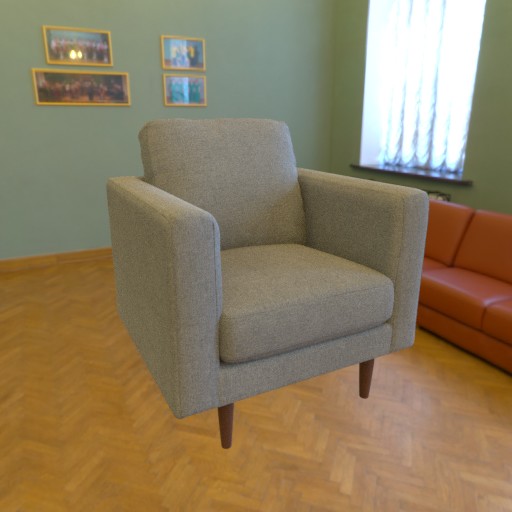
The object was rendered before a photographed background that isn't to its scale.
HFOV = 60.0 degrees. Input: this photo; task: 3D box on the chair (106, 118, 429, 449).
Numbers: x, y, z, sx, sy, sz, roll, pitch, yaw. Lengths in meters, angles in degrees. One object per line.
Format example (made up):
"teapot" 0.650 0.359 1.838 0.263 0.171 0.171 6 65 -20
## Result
"chair" 0.000 0.000 1.553 0.855 0.927 0.800 -9 19 -27
